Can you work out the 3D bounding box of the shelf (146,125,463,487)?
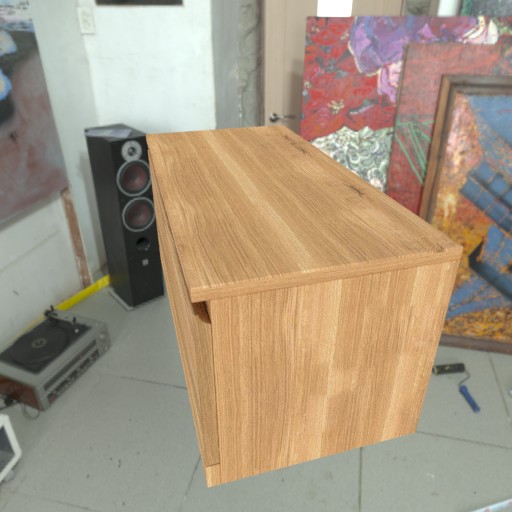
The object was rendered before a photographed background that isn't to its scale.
[{"bbox_3d":[0.000,0.000,1.029,0.400,0.400,0.800,-8,30,-14],"label":"shelf"}]
